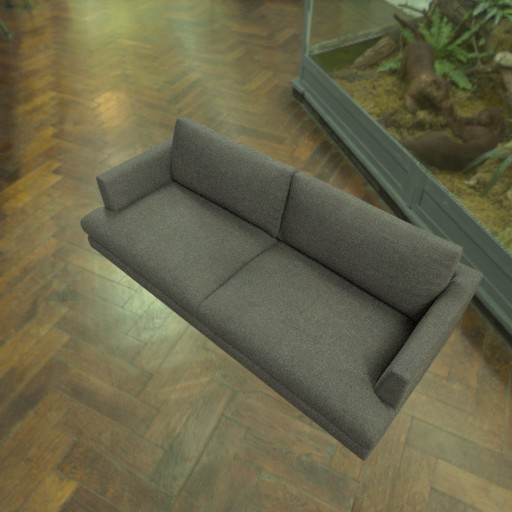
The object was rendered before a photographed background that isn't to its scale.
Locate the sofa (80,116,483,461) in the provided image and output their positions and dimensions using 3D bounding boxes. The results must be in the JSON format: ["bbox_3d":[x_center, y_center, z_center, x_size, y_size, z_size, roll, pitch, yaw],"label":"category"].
[{"bbox_3d":[0.000,0.000,2.674,2.250,0.868,1.020,32,53,28],"label":"sofa"}]
